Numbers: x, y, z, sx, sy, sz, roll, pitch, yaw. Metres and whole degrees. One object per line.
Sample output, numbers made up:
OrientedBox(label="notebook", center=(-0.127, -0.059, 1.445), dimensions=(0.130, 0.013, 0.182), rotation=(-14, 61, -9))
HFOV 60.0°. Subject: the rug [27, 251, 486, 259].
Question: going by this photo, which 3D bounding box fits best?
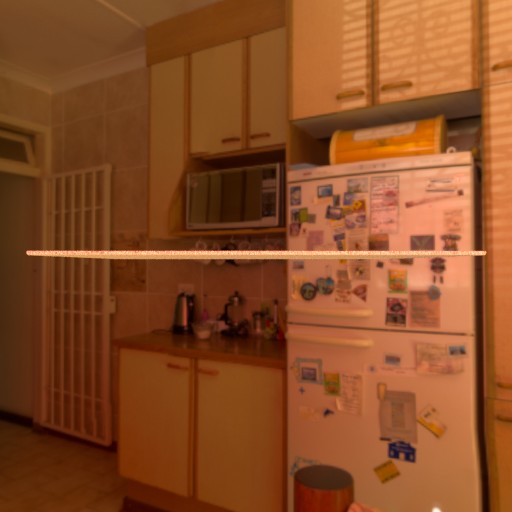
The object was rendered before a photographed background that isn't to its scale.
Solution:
OrientedBox(label="rug", center=(0.000, 0.000, 3.473), dimensions=(2.700, 0.024, 1.801), rotation=(0, -1, -1))
